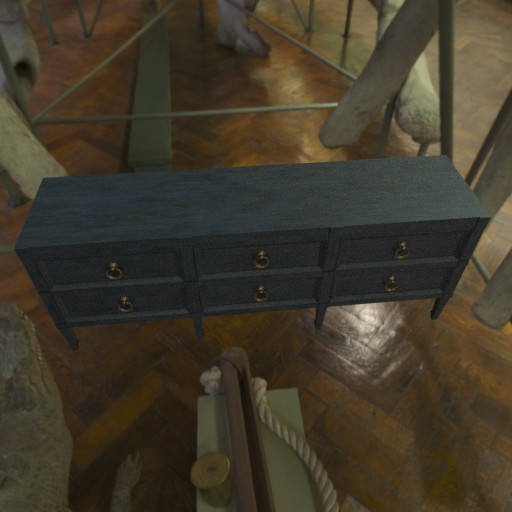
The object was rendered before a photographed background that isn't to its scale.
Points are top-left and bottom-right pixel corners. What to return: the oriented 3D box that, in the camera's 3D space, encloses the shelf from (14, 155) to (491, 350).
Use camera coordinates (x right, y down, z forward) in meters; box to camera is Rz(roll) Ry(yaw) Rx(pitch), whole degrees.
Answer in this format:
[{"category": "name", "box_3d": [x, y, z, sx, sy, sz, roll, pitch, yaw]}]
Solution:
[{"category": "shelf", "box_3d": [0.000, 0.000, 2.148, 1.878, 0.715, 0.471, -4, 45, -4]}]
